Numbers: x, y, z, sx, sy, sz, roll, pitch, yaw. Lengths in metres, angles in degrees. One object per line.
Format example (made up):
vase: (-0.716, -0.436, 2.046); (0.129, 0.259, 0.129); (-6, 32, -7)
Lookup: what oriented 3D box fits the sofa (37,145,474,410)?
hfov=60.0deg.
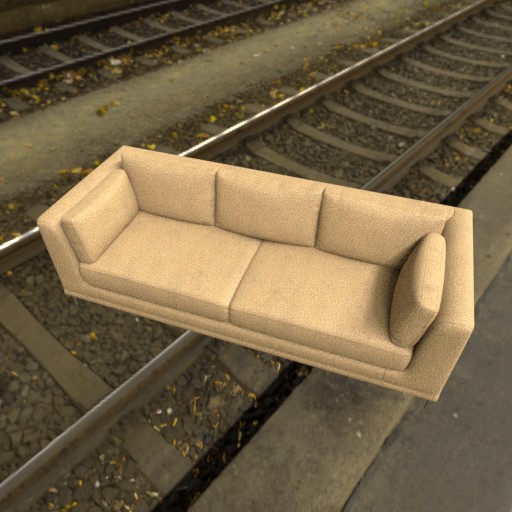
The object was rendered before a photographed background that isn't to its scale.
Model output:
sofa: (0.000, 0.000, 2.821); (2.415, 0.867, 0.969); (13, 44, 14)
